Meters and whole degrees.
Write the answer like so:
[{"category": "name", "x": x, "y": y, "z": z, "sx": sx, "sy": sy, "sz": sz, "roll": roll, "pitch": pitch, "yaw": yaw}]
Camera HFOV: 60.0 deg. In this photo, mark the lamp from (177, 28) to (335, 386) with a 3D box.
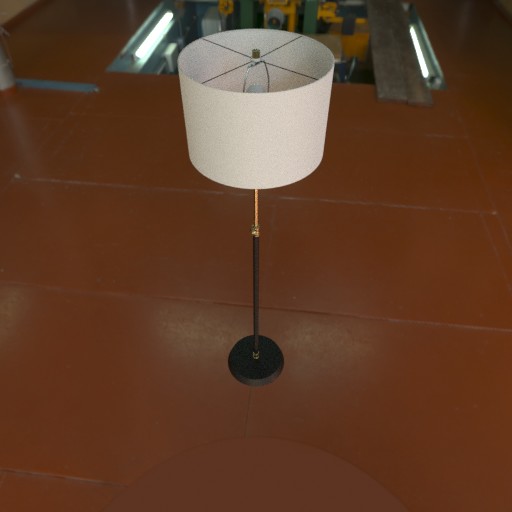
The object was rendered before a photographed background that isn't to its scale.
[{"category": "lamp", "x": 0.000, "y": 0.000, "z": 1.682, "sx": 0.404, "sy": 1.517, "sz": 0.404, "roll": 32, "pitch": 54, "yaw": 27}]
